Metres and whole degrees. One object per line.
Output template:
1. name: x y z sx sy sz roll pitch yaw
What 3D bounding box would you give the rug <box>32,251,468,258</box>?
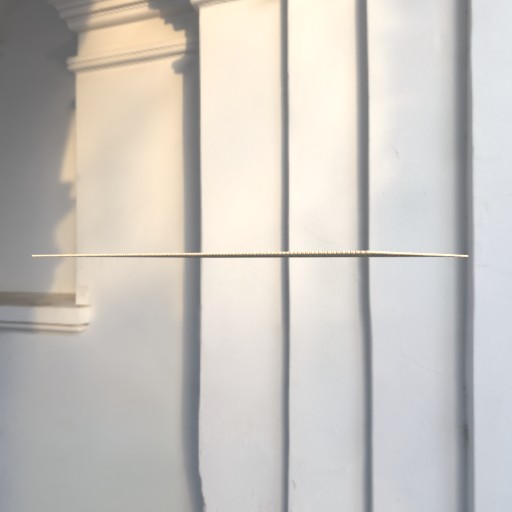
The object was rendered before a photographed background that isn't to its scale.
1. rug: 0.000 0.000 3.942 3.048 0.013 2.438 0 -1 35
